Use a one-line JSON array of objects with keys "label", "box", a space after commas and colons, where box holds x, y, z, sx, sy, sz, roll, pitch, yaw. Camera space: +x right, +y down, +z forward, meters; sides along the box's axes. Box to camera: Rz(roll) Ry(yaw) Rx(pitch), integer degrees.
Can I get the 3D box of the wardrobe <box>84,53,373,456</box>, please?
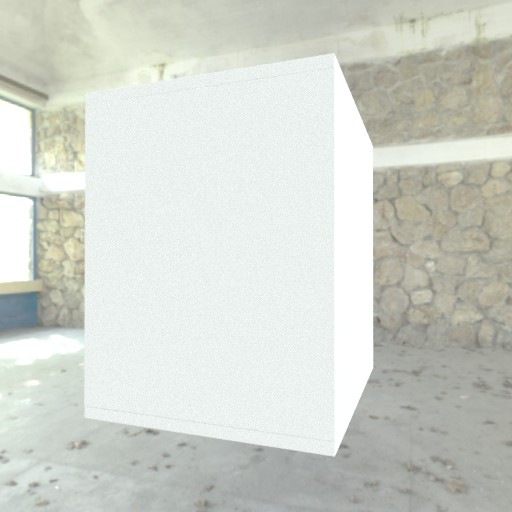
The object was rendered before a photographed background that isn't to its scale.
[{"label": "wardrobe", "box": [0.000, 0.000, 0.874, 0.400, 0.520, 0.500, 0, 0, 20]}]
